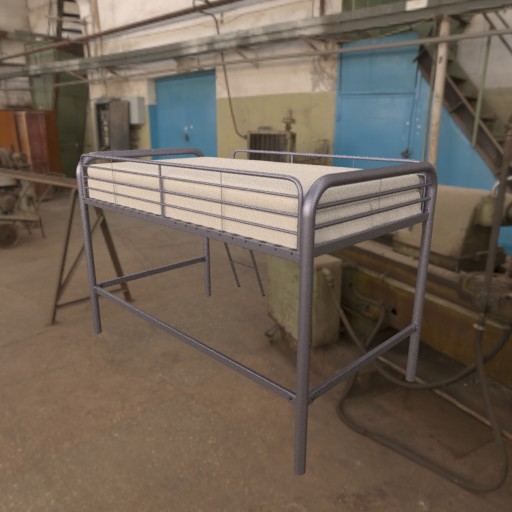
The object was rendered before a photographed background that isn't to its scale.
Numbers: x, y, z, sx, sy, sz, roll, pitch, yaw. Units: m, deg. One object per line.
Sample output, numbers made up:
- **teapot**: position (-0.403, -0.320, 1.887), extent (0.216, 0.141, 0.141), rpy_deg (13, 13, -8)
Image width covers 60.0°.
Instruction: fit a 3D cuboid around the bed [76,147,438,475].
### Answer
- **bed**: position (0.000, 0.000, 2.880), extent (1.415, 1.288, 1.965), rpy_deg (-16, 23, -43)
